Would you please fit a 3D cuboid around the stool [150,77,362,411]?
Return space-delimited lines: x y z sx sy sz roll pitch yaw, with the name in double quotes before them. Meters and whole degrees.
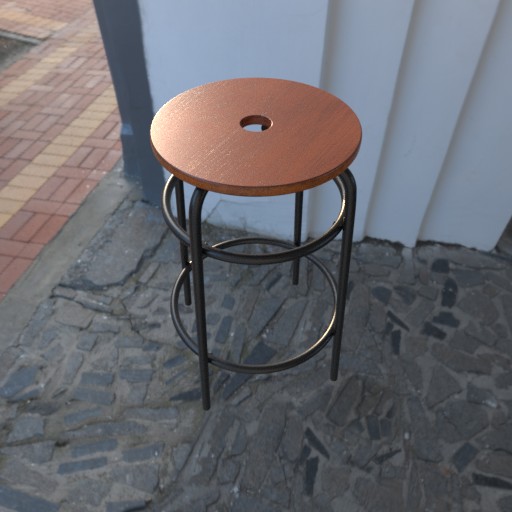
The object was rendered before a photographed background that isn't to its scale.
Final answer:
"stool" 0.000 0.000 0.925 0.455 0.610 0.455 24 50 21
